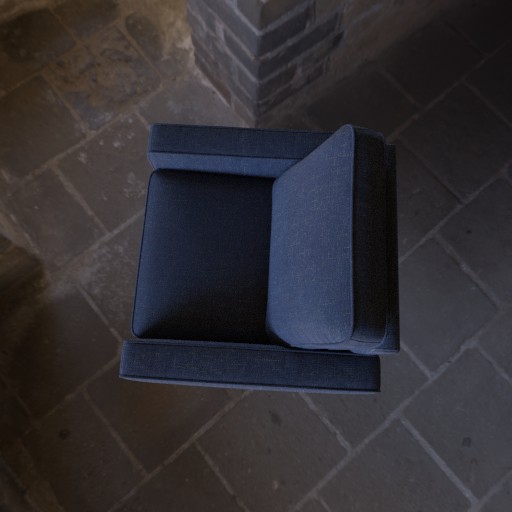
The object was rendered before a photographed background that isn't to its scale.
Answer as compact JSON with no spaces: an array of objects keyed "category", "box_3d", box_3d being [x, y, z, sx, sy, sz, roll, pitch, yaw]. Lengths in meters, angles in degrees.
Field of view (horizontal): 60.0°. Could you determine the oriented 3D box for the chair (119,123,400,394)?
[{"category":"chair","box_3d":[0.000,0.000,1.755,0.940,0.919,1.017,3,76,1]}]
